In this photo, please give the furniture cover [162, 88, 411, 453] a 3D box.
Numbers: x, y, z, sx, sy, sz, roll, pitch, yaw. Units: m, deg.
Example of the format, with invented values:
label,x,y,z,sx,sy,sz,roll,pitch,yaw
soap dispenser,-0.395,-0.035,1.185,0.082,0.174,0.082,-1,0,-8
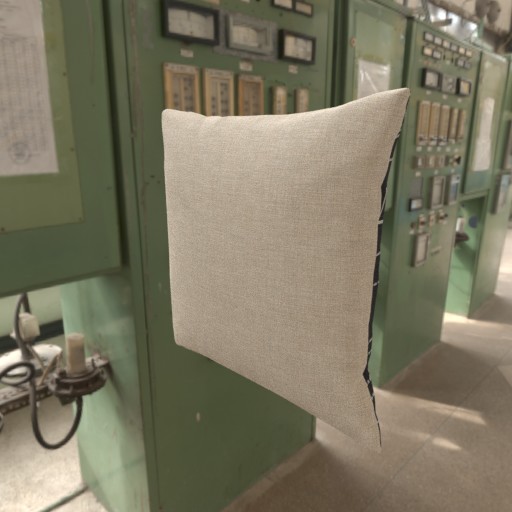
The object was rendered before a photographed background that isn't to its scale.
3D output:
label,x,y,z,sx,sy,sz,roll,pitch,yaw
furniture cover,0.000,0.000,0.765,0.158,0.508,0.517,-14,20,-43
